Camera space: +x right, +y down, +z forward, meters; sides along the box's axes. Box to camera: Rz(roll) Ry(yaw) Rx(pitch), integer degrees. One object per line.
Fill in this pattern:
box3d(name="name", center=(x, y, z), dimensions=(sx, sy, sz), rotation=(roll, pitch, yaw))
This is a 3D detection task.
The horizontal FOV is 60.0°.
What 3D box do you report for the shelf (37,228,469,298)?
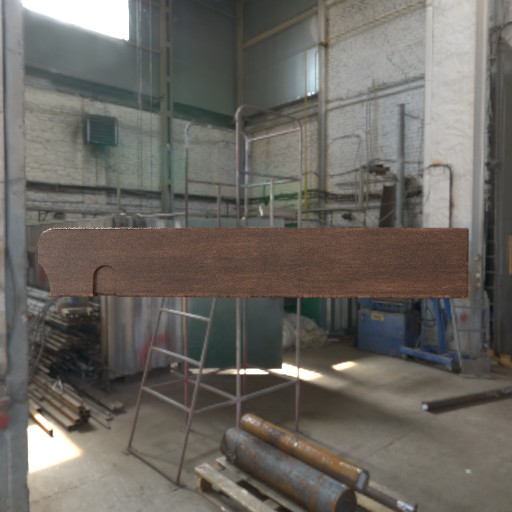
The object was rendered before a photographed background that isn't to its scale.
box3d(name="shelf", center=(0.000, 0.000, 0.471), dimensions=(0.310, 0.050, 0.310), rotation=(0, 2, 2))
